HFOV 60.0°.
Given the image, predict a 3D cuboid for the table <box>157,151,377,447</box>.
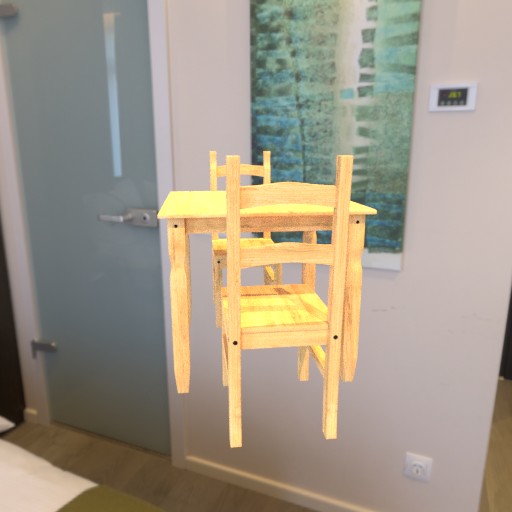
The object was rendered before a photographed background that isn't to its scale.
[{"bbox_3d":[0.000,0.000,2.076,0.813,0.942,1.501,-2,14,-7],"label":"table"}]
